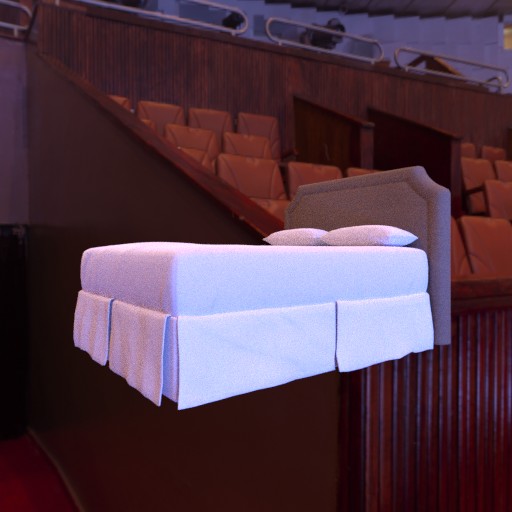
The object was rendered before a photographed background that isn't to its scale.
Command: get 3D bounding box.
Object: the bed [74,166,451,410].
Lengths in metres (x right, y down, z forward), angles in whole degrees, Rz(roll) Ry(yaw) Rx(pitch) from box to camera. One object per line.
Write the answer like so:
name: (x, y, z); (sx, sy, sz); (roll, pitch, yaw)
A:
bed: (0.000, 0.000, 3.102); (2.116, 1.290, 1.693); (-1, 1, -36)
